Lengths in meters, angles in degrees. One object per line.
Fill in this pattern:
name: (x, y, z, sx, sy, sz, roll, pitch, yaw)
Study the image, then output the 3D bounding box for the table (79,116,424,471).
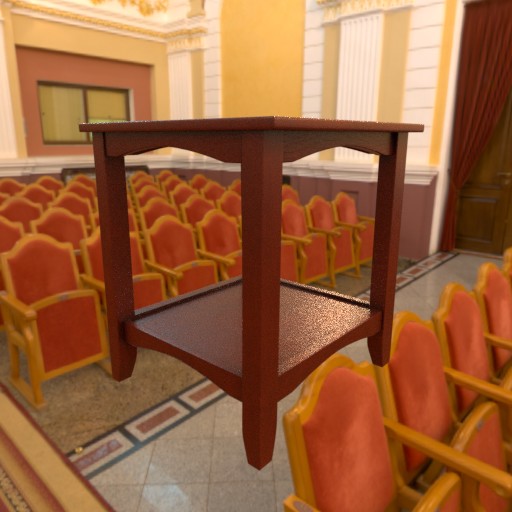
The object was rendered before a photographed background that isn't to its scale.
table: (0.000, 0.000, 0.977, 0.522, 0.558, 0.523, 14, 20, 42)
